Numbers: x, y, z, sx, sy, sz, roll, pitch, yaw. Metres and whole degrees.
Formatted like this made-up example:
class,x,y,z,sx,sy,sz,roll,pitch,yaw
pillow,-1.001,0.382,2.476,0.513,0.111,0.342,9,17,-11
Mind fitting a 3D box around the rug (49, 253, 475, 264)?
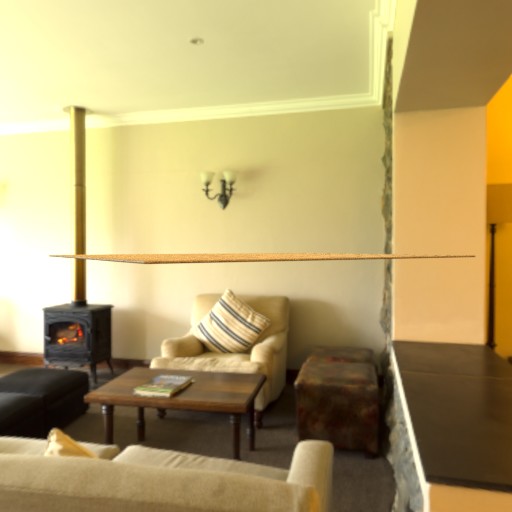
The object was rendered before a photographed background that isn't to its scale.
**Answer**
class,x,y,z,sx,sy,sz,roll,pitch,yaw
rug,0.000,0.000,4.043,3.050,0.016,2.441,-1,1,-35
